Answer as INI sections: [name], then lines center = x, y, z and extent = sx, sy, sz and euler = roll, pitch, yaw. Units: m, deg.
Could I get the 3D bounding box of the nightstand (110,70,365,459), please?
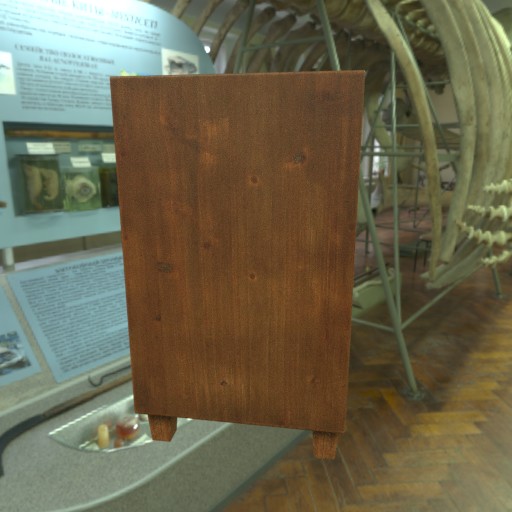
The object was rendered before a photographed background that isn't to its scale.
[nightstand]
center = 0.000, 0.000, 0.991
extent = 0.410, 0.695, 0.465
euler = 2, 14, 9
